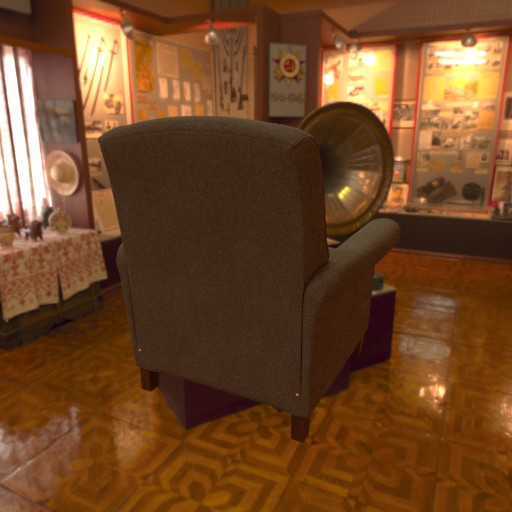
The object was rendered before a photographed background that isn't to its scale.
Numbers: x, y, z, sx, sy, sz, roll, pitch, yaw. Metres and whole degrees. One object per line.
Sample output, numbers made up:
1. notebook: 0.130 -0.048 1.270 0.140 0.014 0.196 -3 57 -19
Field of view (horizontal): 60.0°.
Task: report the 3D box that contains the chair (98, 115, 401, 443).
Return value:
1. chair: 0.000 0.000 1.801 0.978 1.061 0.905 8 17 27
